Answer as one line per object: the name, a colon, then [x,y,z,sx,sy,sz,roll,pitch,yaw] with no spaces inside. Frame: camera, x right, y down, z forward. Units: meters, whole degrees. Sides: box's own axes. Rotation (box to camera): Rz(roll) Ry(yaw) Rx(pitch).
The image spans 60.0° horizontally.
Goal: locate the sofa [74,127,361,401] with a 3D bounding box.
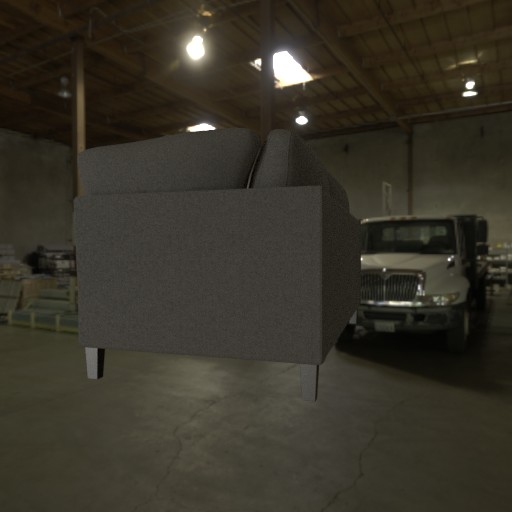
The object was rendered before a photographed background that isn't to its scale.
sofa: [0.000,0.000,2.347,0.969,0.920,1.751,0,1,17]
